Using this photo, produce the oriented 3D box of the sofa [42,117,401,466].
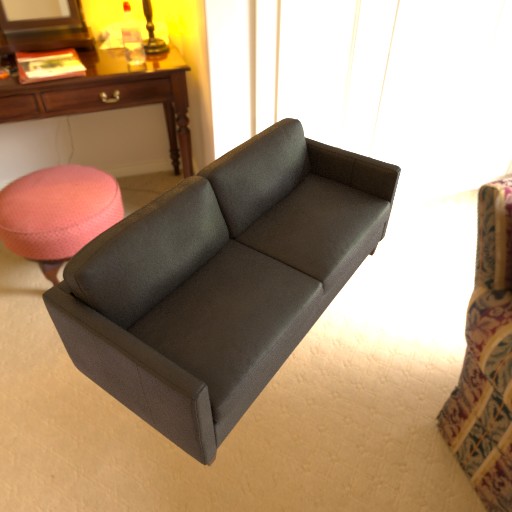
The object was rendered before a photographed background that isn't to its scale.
[{"bbox_3d":[0.000,0.000,2.481,0.933,0.863,1.971,25,47,26],"label":"sofa"}]
